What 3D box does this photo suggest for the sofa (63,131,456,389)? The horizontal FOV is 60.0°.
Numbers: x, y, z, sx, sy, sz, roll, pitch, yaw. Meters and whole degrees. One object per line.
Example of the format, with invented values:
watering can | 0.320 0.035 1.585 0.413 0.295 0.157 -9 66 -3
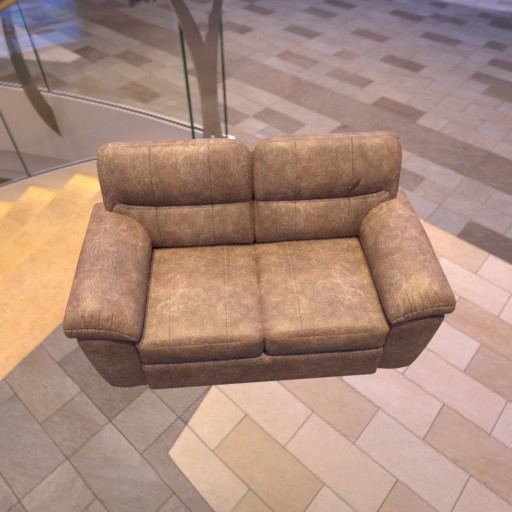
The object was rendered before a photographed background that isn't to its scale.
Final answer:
sofa | 0.000 0.000 2.337 1.753 0.991 0.991 -3 47 -3
